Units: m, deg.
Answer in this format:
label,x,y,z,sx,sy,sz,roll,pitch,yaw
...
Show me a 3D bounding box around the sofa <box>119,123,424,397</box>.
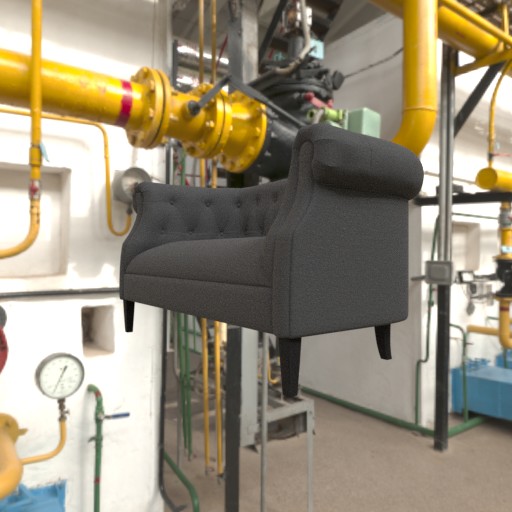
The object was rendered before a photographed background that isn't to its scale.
label,x,y,z,sx,sy,sz,roll,pitch,yaw
sofa,0.000,0.000,2.078,0.835,0.827,1.558,0,0,-36
